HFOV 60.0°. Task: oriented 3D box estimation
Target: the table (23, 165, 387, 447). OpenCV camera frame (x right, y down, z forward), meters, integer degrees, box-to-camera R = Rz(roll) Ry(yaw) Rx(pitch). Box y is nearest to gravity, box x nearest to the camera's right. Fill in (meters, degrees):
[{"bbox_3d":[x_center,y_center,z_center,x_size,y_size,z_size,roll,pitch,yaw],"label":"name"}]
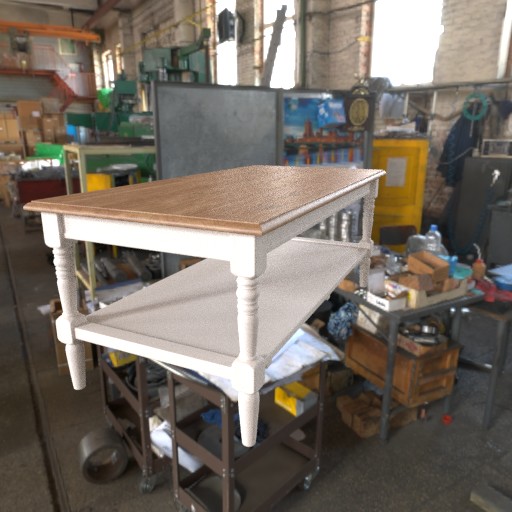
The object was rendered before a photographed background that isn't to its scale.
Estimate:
[{"bbox_3d":[0.000,0.000,1.367,0.559,0.458,1.118,8,18,25],"label":"table"}]
